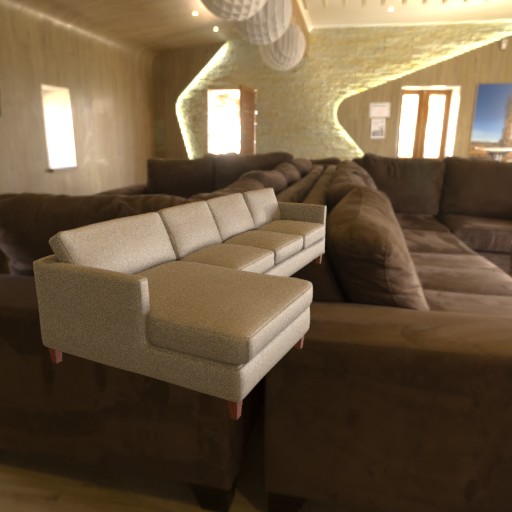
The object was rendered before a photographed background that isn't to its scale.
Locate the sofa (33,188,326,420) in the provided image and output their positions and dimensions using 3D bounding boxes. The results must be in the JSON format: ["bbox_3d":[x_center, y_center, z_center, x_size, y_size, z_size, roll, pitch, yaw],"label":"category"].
[{"bbox_3d":[0.000,0.000,3.793,1.502,0.876,3.201,7,16,26],"label":"sofa"}]
